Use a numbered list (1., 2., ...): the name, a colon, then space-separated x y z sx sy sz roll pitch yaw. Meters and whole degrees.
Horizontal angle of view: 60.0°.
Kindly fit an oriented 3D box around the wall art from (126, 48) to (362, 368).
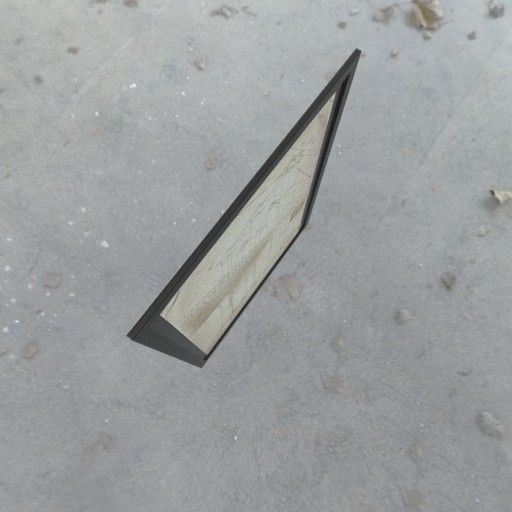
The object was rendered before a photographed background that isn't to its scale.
1. wall art: 0.000 0.000 1.269 0.013 0.967 0.707 35 76 10
